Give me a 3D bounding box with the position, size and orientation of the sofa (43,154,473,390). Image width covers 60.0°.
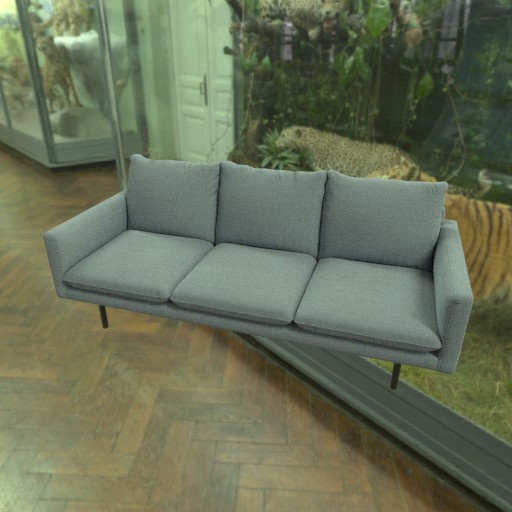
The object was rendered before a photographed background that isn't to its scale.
[{"bbox_3d":[0.000,0.000,2.354,2.000,0.830,0.850,8,28,16],"label":"sofa"}]
